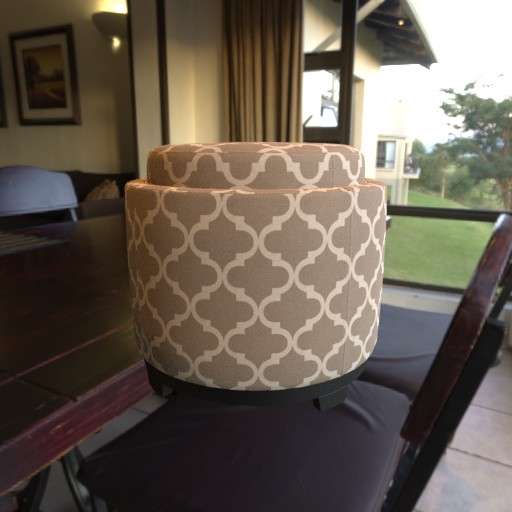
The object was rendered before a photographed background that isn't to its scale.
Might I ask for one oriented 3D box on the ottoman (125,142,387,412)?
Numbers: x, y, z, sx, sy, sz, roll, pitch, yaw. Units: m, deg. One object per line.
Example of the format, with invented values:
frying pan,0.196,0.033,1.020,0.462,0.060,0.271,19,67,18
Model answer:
ottoman,0.000,0.000,0.864,0.480,0.429,0.480,0,14,0
